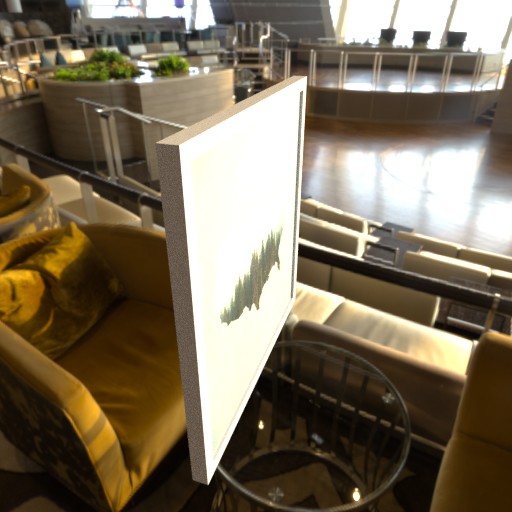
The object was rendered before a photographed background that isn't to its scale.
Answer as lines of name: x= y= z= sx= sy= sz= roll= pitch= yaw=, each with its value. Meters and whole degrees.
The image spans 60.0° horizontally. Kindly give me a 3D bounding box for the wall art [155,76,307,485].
wall art: x=0.000 y=0.000 z=1.123 sx=0.038 sy=0.762 sz=0.762 roll=10 pitch=31 yaw=17
